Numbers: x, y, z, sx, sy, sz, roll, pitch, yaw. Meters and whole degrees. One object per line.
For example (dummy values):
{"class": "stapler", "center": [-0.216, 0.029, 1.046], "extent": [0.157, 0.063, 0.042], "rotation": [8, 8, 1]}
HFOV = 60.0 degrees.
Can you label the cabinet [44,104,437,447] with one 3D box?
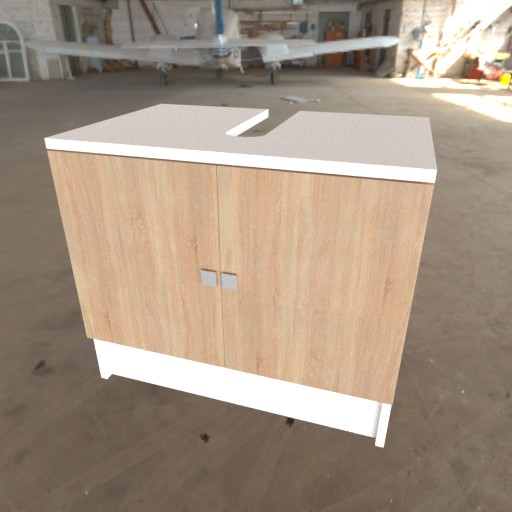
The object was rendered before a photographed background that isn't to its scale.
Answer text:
{"class": "cabinet", "center": [0.000, 0.000, 0.918], "extent": [0.600, 0.522, 0.400], "rotation": [8, 28, 16]}
